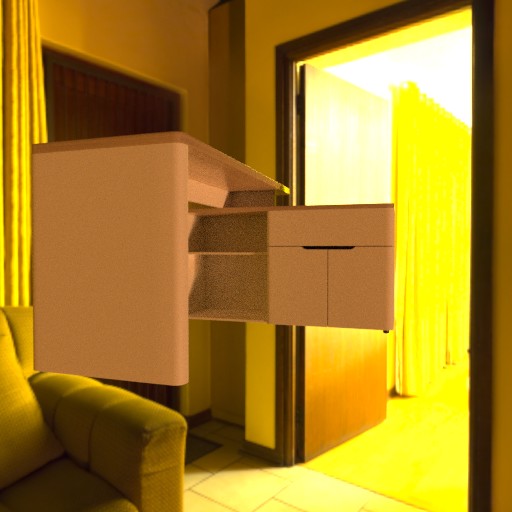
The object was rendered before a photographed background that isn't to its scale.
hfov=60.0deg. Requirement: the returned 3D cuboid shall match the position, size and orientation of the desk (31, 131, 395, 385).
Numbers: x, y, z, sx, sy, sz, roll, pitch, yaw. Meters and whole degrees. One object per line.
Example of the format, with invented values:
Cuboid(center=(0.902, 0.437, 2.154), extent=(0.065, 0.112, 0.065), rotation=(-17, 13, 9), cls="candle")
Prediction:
Cuboid(center=(0.000, 0.000, 1.986), extent=(1.175, 0.770, 1.400), rotation=(0, 1, 18), cls="desk")
